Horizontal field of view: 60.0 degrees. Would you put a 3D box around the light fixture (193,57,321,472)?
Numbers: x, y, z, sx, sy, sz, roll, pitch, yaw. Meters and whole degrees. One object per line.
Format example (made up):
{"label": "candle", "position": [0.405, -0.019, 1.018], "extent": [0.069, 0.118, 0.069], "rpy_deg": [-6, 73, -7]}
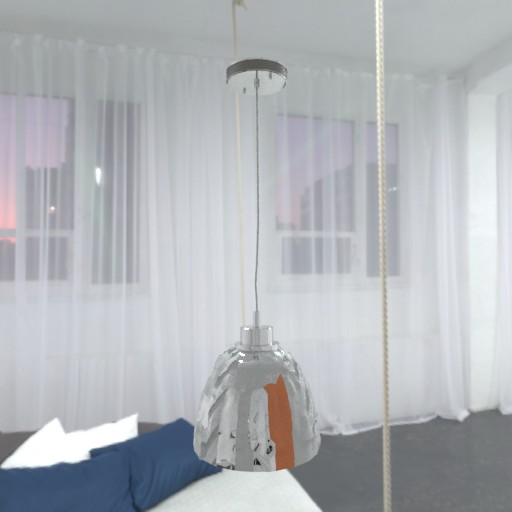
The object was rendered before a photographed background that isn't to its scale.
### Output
{"label": "light fixture", "position": [0.000, 0.000, 1.792], "extent": [0.500, 1.511, 0.496], "rpy_deg": [1, -2, -36]}
